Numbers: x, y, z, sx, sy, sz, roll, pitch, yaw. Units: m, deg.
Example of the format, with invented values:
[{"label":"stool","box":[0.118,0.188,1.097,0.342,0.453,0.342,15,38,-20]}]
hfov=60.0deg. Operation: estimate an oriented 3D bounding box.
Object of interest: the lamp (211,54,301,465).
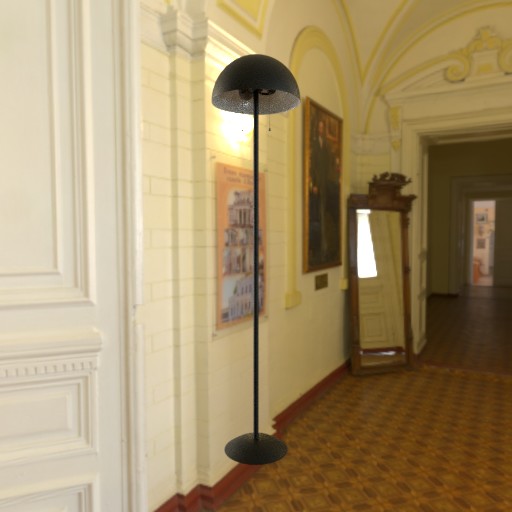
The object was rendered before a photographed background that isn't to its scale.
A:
[{"label":"lamp","box":[0.000,0.000,1.665,0.328,1.480,0.328,-1,3,-16]}]
